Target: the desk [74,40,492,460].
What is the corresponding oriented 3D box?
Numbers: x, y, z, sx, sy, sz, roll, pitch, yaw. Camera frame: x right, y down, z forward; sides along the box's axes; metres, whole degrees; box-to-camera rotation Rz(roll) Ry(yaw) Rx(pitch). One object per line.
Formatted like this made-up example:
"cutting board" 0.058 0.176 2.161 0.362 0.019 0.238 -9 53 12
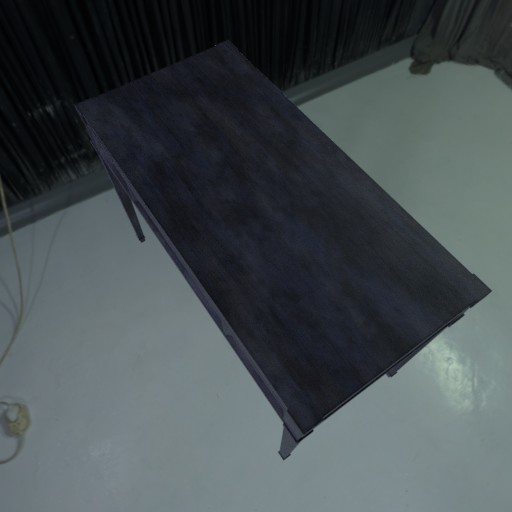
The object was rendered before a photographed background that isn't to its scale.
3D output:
"desk" 0.000 0.000 1.719 0.630 0.861 1.289 -31 65 -16
